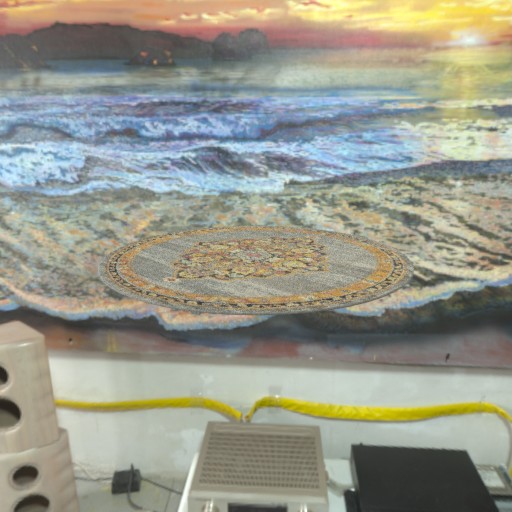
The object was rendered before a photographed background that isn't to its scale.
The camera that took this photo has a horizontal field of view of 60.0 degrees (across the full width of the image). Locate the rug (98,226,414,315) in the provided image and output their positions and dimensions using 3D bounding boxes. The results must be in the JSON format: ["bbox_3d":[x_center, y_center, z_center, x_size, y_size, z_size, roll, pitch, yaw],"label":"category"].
[{"bbox_3d":[0.000,0.000,3.530,2.382,0.014,2.382,0,15,0],"label":"rug"}]
